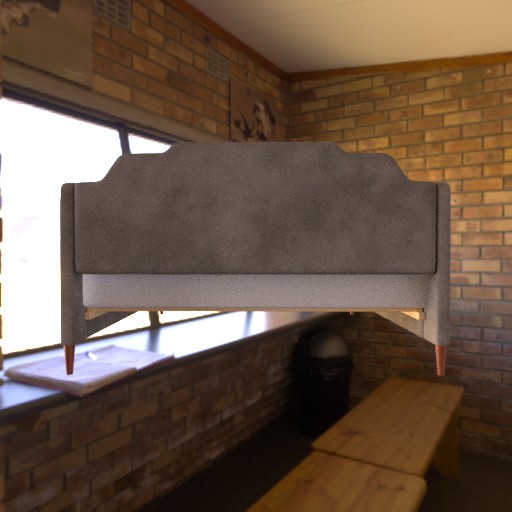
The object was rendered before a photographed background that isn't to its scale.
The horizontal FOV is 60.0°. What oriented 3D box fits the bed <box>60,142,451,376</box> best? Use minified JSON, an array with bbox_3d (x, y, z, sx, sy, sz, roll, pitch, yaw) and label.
[{"bbox_3d":[0.000,0.000,3.509,2.074,1.245,2.340,0,1,0],"label":"bed"}]
